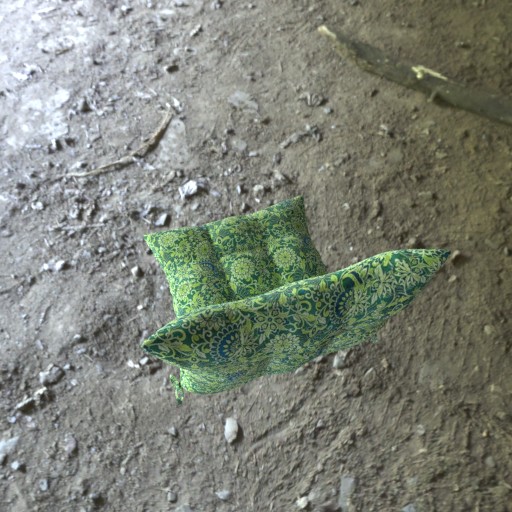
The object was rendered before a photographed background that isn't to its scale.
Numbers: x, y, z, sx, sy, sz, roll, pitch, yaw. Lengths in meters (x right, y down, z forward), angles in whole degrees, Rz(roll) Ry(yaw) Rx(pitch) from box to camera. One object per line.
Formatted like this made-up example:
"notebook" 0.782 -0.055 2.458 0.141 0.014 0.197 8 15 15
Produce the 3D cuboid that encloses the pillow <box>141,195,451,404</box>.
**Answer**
"pillow" 0.000 0.000 1.013 0.541 0.536 0.585 -16 60 -9
